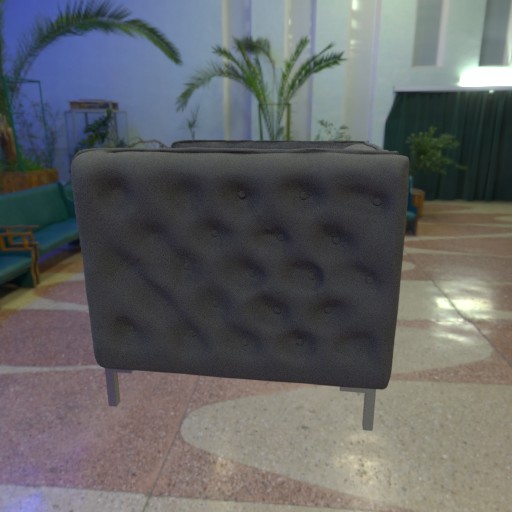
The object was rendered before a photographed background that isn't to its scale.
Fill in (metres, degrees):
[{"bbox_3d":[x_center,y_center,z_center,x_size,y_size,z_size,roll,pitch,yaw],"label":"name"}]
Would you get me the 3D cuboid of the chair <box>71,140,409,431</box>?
[{"bbox_3d":[0.000,0.000,1.630,0.913,0.807,0.946,2,16,8],"label":"chair"}]
